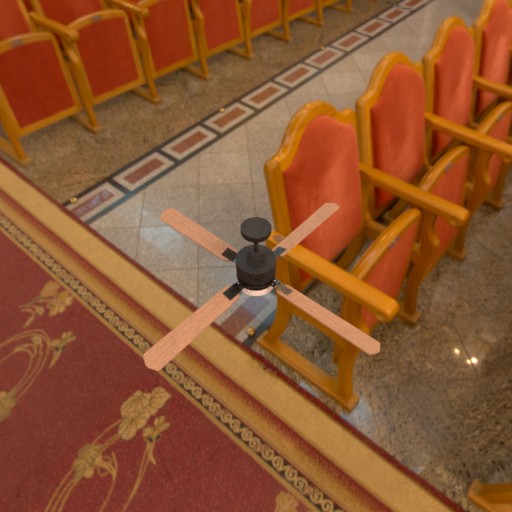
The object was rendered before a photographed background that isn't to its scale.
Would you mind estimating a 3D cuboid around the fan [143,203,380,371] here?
[{"bbox_3d":[0.000,0.000,2.017,1.320,0.355,1.320,32,54,27],"label":"fan"}]
